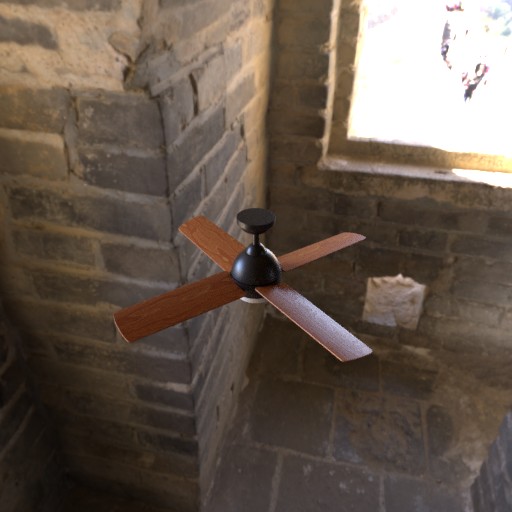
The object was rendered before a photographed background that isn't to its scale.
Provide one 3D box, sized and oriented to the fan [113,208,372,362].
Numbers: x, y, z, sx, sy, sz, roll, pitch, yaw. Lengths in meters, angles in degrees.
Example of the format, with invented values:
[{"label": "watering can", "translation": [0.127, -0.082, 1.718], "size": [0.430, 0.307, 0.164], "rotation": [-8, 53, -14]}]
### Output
[{"label": "fan", "translation": [0.000, 0.000, 2.023], "size": [1.332, 0.403, 1.332], "rotation": [-20, 37, -29]}]
